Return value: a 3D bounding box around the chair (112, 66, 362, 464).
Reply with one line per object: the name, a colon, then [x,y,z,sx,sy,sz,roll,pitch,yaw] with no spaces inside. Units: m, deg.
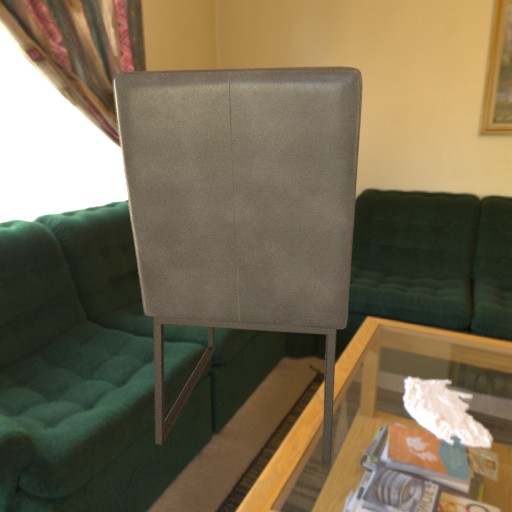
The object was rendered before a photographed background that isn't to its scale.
chair: [0.000,0.000,1.274,0.520,0.930,0.634,2,15,9]
